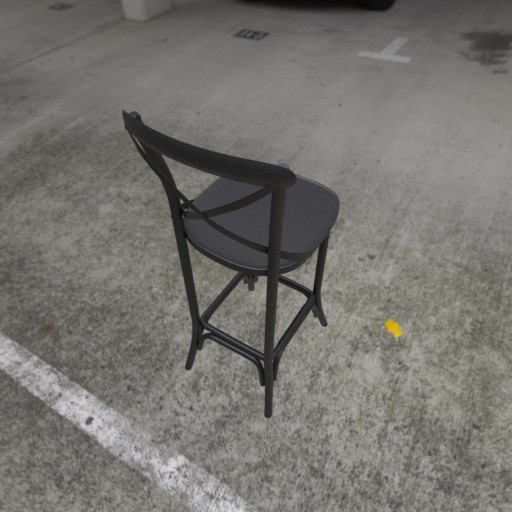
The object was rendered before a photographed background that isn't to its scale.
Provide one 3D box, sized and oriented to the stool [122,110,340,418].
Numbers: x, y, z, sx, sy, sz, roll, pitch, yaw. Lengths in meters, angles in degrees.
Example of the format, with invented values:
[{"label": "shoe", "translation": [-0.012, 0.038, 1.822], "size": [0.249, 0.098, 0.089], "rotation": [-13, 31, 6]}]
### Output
[{"label": "stool", "translation": [0.000, 0.000, 1.471], "size": [0.457, 1.168, 0.584], "rotation": [24, 51, 21]}]
